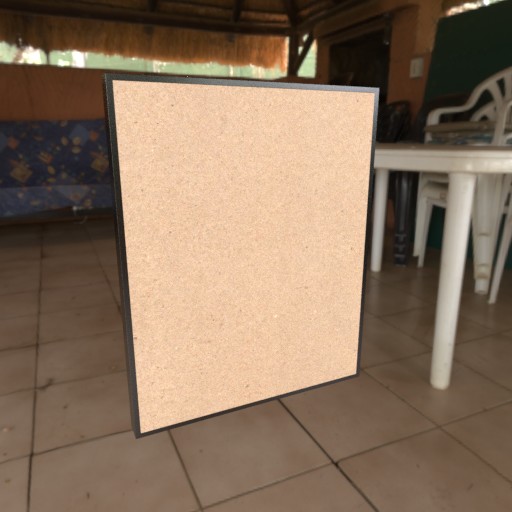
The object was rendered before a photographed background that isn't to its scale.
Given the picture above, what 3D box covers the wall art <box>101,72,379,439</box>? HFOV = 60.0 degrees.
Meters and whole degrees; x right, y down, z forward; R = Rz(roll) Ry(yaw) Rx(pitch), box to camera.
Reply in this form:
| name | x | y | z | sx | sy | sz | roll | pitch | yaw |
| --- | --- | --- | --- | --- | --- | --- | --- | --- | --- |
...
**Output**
| name | x | y | z | sx | sy | sz | roll | pitch | yaw |
| --- | --- | --- | --- | --- | --- | --- | --- | --- | --- |
| wall art | 0.000 | 0.000 | 0.751 | 0.448 | 0.551 | 0.038 | -7 | 17 | -25 |
